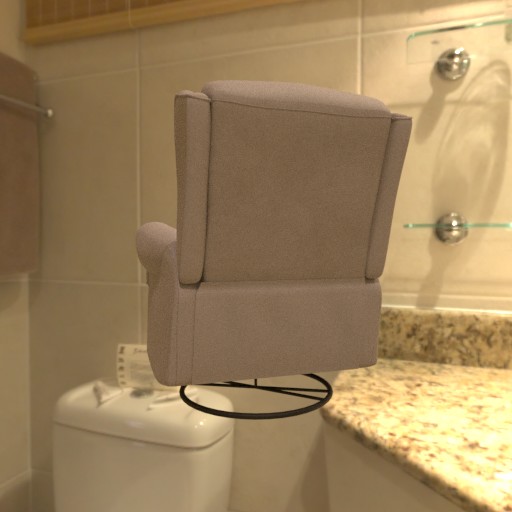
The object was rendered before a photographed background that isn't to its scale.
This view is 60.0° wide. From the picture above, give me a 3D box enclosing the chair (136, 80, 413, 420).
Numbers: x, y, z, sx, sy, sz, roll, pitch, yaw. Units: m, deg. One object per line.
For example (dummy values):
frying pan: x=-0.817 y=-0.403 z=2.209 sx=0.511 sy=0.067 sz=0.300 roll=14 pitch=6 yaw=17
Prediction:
chair: x=0.000 y=0.000 z=1.661 sx=0.847 sy=1.011 sz=0.969 roll=-1 pitch=2 yaw=-18
